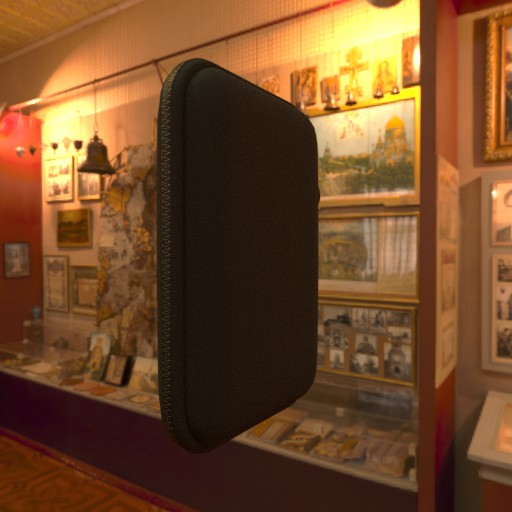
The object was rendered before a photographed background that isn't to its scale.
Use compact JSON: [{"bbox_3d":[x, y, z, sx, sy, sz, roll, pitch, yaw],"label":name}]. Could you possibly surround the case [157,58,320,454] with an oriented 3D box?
[{"bbox_3d":[0.000,0.000,0.195,0.030,0.147,0.107,1,1,35],"label":"case"}]
